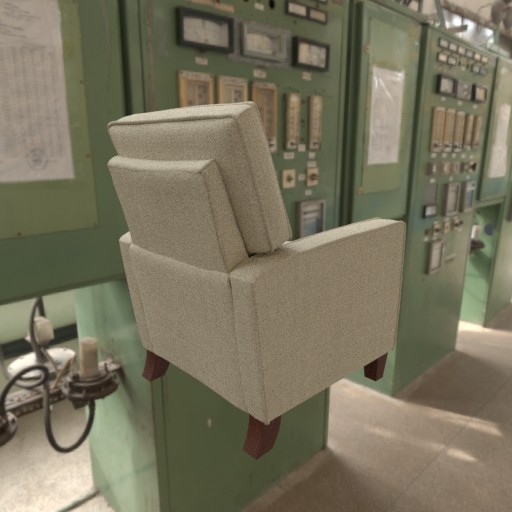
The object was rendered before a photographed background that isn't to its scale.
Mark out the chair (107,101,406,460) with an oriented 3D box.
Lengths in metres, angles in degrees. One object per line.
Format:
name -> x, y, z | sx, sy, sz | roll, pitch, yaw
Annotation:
chair -> 0.000, 0.000, 1.432 | 0.754, 0.888, 0.648 | -13, 19, -42
